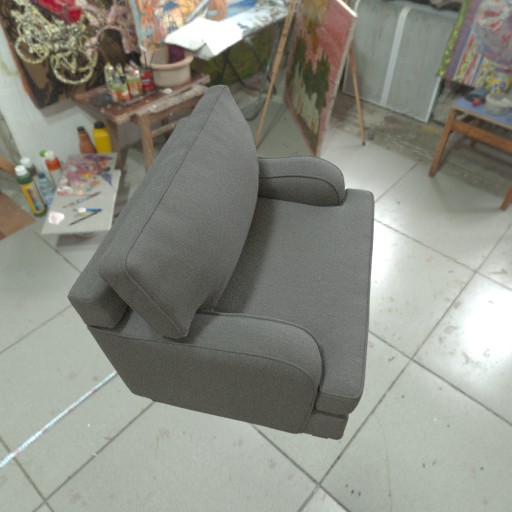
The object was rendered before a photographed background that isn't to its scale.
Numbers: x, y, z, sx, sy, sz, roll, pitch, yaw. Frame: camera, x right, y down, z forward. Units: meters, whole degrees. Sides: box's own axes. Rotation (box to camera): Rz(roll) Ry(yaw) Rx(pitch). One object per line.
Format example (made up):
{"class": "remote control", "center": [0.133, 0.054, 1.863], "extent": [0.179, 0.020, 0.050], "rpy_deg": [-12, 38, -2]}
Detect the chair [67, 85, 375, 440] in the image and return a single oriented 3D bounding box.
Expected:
{"class": "chair", "center": [0.000, 0.000, 2.004], "extent": [1.041, 1.016, 1.220], "rpy_deg": [9, 47, 8]}
